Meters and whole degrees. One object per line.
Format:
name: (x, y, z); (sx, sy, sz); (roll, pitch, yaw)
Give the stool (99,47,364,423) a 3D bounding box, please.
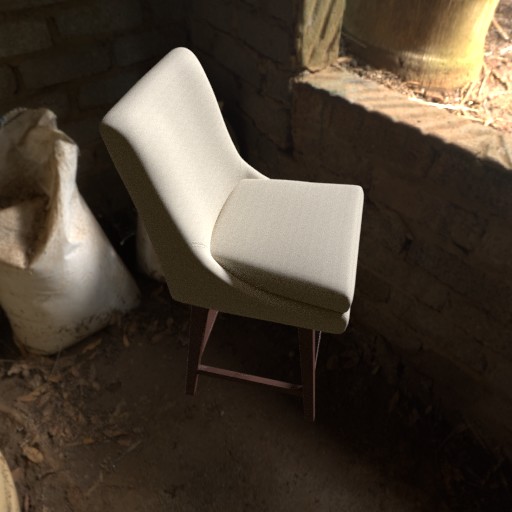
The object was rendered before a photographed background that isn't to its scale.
stool: (0.000, 0.000, 1.288); (0.559, 0.991, 0.483); (9, 45, 9)
